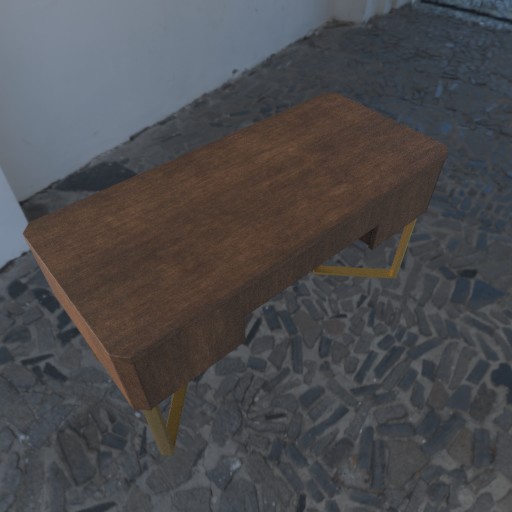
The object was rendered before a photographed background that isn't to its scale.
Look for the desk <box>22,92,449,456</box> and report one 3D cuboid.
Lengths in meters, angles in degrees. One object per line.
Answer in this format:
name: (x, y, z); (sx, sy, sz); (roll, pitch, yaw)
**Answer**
desk: (0.000, 0.000, 1.872); (1.479, 0.762, 0.684); (-32, 54, -27)
